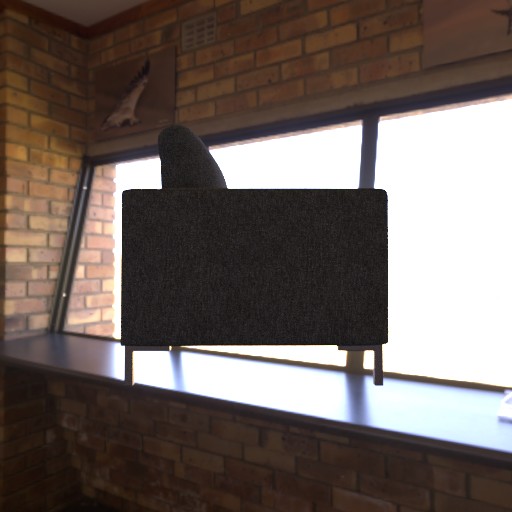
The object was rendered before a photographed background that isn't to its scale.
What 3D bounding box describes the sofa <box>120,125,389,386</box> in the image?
[{"bbox_3d":[0.000,0.000,2.228,0.866,0.862,1.716,0,-1,0],"label":"sofa"}]
